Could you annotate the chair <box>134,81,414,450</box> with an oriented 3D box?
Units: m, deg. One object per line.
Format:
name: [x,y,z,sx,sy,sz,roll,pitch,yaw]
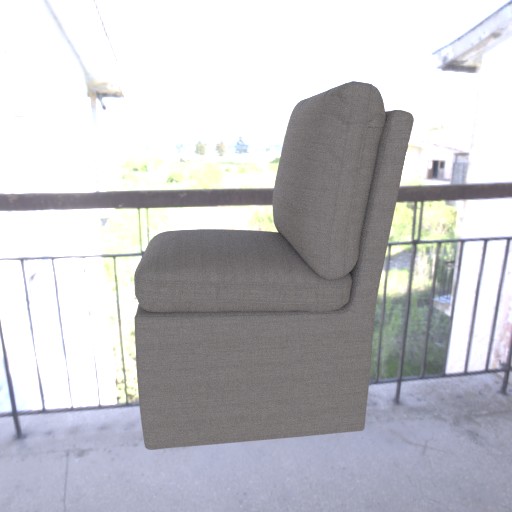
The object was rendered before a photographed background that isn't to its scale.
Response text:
chair: [0.000,0.000,1.316,0.698,0.927,0.503,-2,15,-7]
